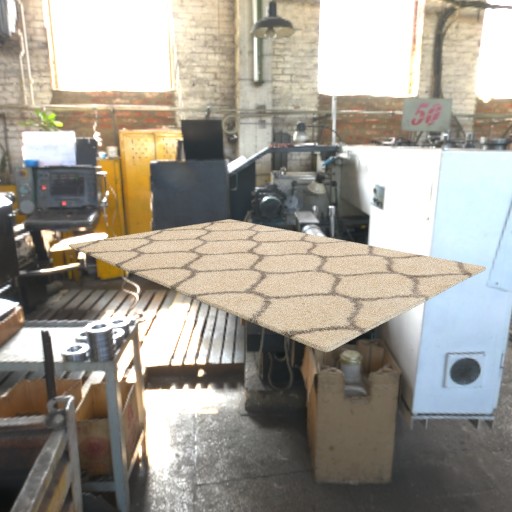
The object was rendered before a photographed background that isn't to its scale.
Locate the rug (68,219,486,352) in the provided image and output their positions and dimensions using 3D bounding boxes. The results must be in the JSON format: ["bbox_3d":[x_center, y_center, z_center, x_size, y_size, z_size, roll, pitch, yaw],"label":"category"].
[{"bbox_3d":[0.000,0.000,3.374,1.801,0.026,2.701,-14,20,-42],"label":"rug"}]
